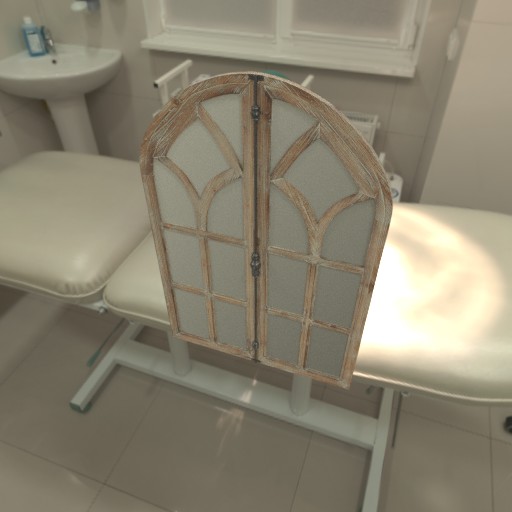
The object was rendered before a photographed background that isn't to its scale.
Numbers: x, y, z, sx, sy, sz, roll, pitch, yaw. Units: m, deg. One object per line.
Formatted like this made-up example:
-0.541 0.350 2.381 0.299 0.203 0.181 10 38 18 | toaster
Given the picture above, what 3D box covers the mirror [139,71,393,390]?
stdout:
0.000 0.000 1.143 0.609 0.915 0.032 13 43 15 | mirror
